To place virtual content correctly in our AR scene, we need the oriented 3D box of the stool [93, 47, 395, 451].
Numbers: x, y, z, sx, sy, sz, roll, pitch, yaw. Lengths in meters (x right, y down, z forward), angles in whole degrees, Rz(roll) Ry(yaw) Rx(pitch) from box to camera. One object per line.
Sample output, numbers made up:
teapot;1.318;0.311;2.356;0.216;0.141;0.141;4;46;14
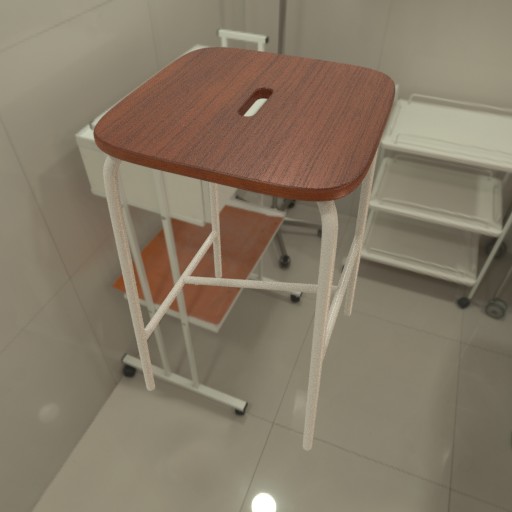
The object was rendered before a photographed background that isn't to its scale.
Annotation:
stool;0.000;0.000;0.835;0.376;0.610;0.376;15;47;15
